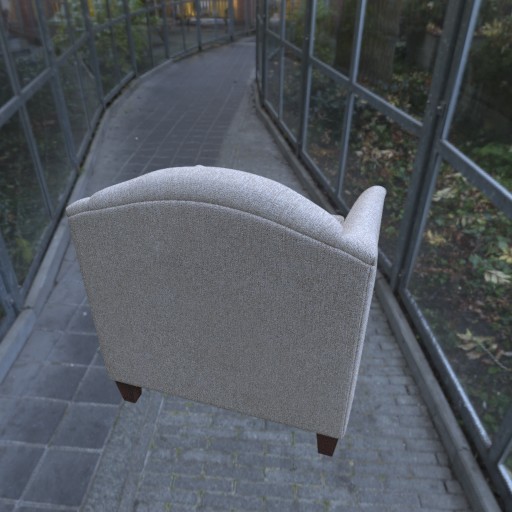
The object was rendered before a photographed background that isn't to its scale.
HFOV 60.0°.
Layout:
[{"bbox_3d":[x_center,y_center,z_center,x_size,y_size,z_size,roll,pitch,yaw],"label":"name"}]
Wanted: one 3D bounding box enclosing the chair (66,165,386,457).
[{"bbox_3d":[0.000,0.000,1.462,0.763,0.839,0.787,9,33,14],"label":"chair"}]
